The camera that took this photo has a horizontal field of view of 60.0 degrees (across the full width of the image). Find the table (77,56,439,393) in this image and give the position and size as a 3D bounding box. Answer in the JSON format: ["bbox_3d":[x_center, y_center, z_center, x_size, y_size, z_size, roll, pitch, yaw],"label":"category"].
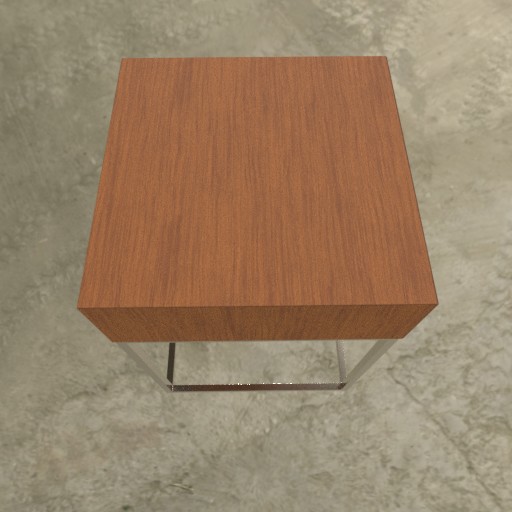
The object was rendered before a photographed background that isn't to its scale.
[{"bbox_3d":[0.000,0.000,0.817,0.398,0.540,0.397,-1,63,0],"label":"table"}]
